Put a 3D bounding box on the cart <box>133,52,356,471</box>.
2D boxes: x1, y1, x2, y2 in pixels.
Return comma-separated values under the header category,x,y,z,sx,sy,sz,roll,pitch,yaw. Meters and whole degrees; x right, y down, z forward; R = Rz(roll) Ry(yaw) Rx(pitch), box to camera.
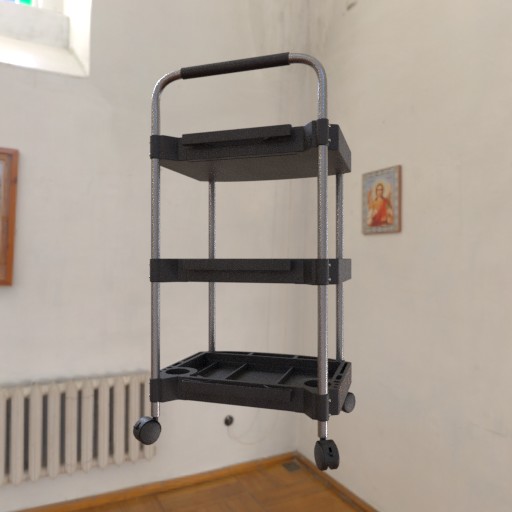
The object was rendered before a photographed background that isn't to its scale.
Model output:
category,x,y,z,sx,sy,sz,roll,pitch,yaw
cart,0.000,0.000,1.407,0.584,1.075,0.518,0,0,18
